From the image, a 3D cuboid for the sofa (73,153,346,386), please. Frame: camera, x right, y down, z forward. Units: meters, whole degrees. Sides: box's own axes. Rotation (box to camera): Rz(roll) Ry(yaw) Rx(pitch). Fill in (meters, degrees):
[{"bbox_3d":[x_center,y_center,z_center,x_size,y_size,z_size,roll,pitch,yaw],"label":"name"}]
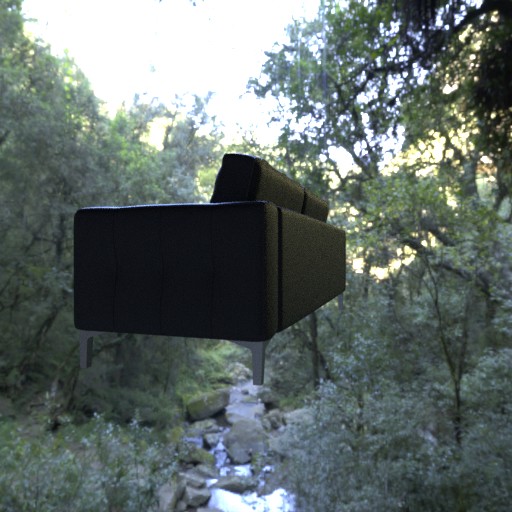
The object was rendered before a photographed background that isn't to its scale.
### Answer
[{"bbox_3d":[0.000,0.000,2.713,0.833,0.893,2.275,0,0,18],"label":"sofa"}]
